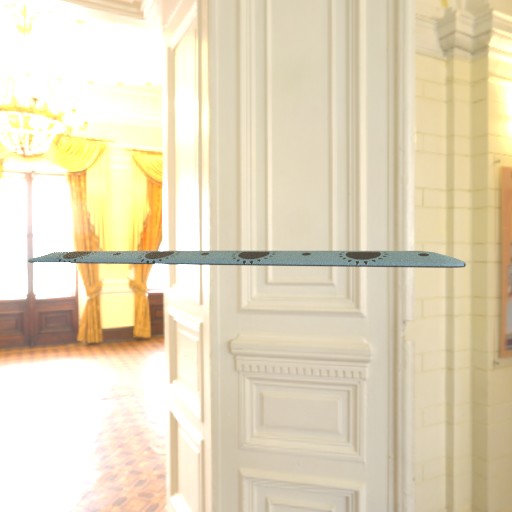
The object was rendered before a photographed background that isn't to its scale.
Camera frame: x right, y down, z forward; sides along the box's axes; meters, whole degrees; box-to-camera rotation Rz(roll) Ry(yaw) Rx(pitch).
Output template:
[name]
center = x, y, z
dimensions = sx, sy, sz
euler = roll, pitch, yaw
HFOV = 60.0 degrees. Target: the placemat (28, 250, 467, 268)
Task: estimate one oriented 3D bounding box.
[placemat]
center = 0.000, 0.000, 0.945
dimensions = 0.762, 0.021, 0.508
euler = 0, 1, 18
